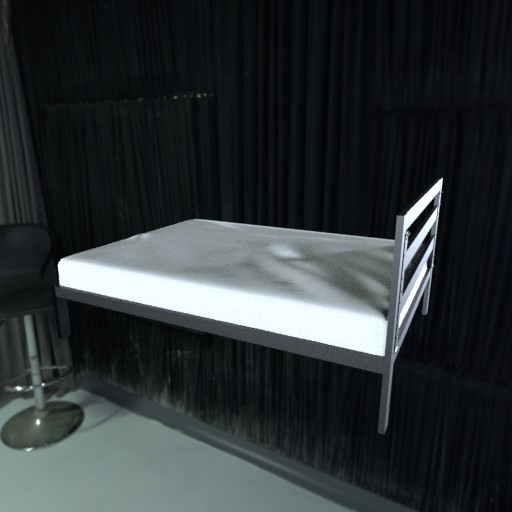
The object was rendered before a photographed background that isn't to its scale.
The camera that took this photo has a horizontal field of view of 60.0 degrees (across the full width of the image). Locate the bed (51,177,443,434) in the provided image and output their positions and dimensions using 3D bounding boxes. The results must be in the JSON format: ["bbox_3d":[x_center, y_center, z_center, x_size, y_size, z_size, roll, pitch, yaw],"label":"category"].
[{"bbox_3d":[0.000,0.000,2.899,2.062,0.967,1.524,8,18,26],"label":"bed"}]
